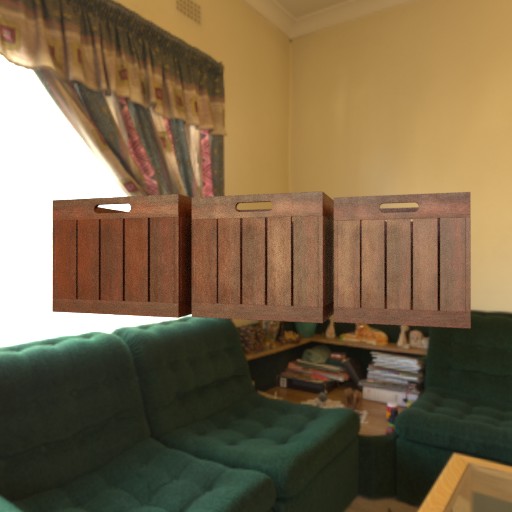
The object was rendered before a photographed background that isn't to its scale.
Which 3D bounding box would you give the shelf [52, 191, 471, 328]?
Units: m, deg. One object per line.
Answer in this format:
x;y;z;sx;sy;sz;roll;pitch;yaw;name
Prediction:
0.000;0.000;1.252;1.064;0.311;0.393;0;0;18;shelf
